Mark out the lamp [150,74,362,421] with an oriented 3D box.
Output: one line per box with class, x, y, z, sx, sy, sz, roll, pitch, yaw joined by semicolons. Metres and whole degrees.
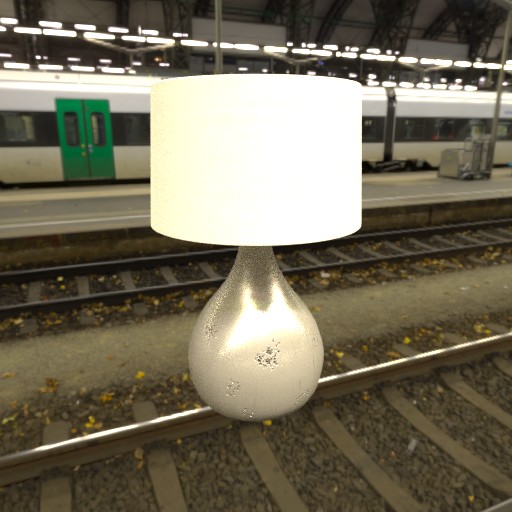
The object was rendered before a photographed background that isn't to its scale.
lamp;0.000;0.000;0.729;0.330;0.521;0.330;0;16;0
